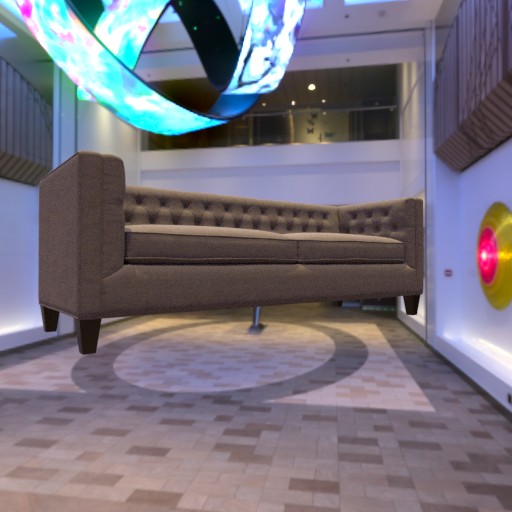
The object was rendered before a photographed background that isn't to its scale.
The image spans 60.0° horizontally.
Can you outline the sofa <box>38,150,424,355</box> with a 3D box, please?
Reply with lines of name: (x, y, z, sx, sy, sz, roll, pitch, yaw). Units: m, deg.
sofa: (0.000, 0.000, 2.558, 2.159, 0.762, 0.775, 1, -1, -36)
